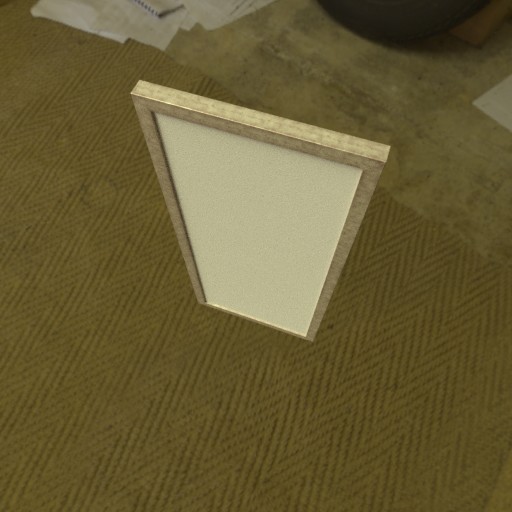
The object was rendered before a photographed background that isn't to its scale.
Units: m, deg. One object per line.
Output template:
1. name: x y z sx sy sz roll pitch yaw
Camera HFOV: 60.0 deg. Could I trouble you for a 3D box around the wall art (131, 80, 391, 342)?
1. wall art: 0.000 0.000 1.719 0.648 1.461 0.051 18 64 9
